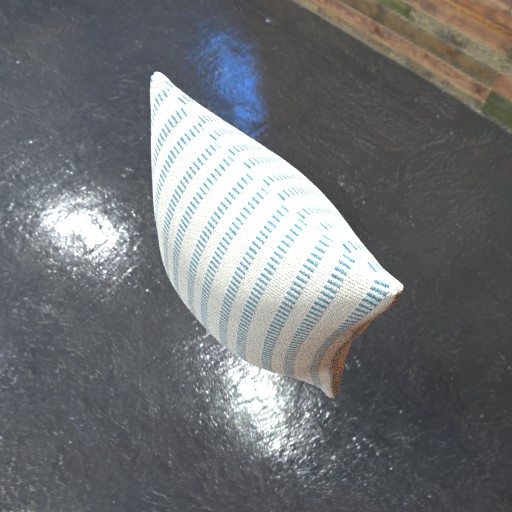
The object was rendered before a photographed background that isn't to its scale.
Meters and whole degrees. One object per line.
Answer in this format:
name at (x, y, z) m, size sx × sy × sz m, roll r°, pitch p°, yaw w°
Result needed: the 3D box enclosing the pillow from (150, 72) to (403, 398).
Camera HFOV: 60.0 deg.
pillow at (0.000, 0.000, 0.691) m, size 0.247 × 0.419 × 0.438 m, roll -36°, pitch 66°, yaw -19°
